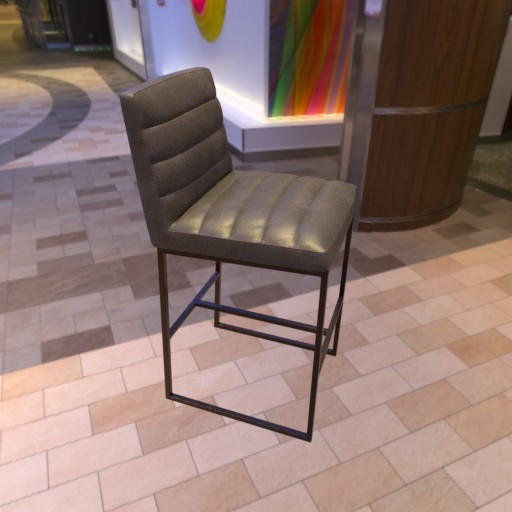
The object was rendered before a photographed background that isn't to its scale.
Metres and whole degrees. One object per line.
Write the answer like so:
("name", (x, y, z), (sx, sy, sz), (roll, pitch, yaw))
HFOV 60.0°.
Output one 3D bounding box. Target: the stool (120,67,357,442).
("stool", (0.000, 0.000, 1.422), (0.562, 1.065, 0.463), (11, 33, 17))
